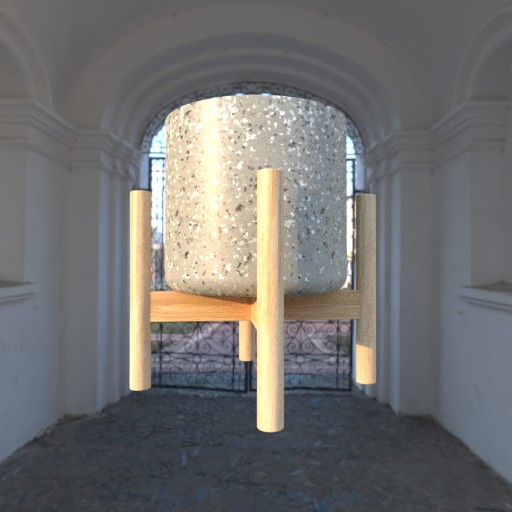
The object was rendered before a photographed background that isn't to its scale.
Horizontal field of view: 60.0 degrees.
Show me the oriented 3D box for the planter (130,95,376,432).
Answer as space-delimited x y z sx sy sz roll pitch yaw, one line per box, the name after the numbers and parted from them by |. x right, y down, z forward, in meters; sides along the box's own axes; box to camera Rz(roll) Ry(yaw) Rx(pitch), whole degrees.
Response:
0.000 0.000 0.552 0.284 0.320 0.284 0 -1 17 | planter
